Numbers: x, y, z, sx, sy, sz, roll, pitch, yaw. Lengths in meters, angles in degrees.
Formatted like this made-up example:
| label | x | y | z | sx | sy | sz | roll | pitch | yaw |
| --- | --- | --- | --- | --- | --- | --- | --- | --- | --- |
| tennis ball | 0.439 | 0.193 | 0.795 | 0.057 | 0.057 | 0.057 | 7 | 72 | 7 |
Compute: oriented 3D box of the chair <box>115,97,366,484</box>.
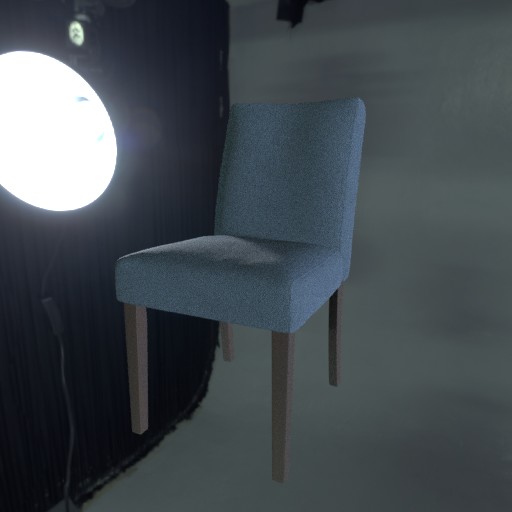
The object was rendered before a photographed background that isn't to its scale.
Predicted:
| label | x | y | z | sx | sy | sz | roll | pitch | yaw |
| --- | --- | --- | --- | --- | --- | --- | --- | --- | --- |
| chair | 0.000 | 0.000 | 1.248 | 0.487 | 0.882 | 0.629 | 6 | 15 | 25 |
